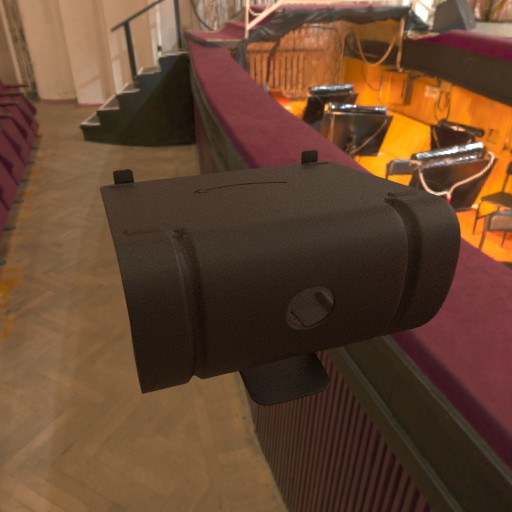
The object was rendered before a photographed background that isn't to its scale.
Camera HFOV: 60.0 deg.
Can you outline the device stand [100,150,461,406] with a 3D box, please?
[{"bbox_3d":[0.000,0.000,0.410,0.256,0.155,0.236,-10,32,-16],"label":"device stand"}]
